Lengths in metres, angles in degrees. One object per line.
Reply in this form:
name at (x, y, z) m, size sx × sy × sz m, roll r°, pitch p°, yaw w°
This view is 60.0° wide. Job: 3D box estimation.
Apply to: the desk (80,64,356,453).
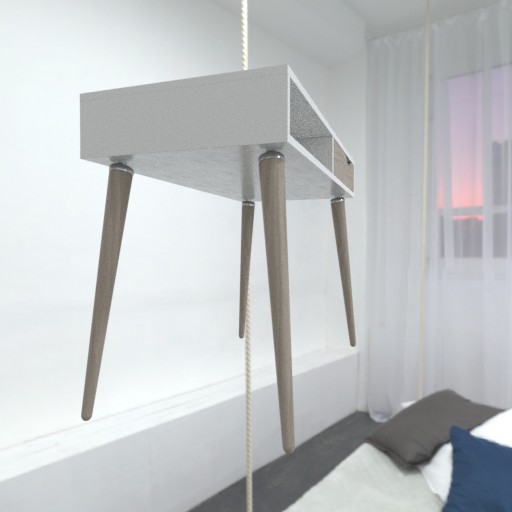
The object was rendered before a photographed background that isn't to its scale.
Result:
desk at (0.000, 0.000, 1.357) m, size 0.491 × 0.723 × 0.979 m, roll 0°, pitch 1°, yaw 19°
